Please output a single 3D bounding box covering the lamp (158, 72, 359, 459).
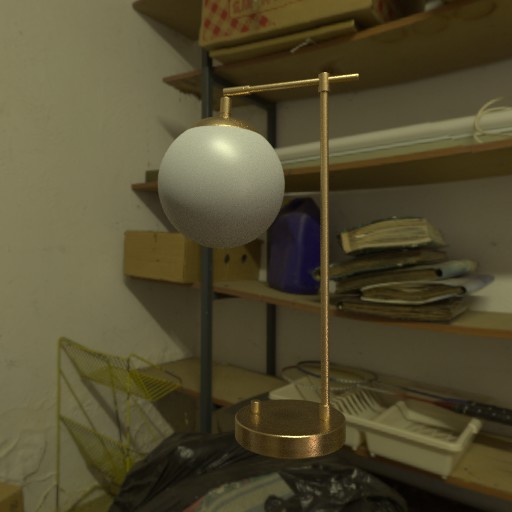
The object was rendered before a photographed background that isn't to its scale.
[{"bbox_3d":[0.000,0.000,0.711,0.324,0.559,0.207,0,-1,17],"label":"lamp"}]
